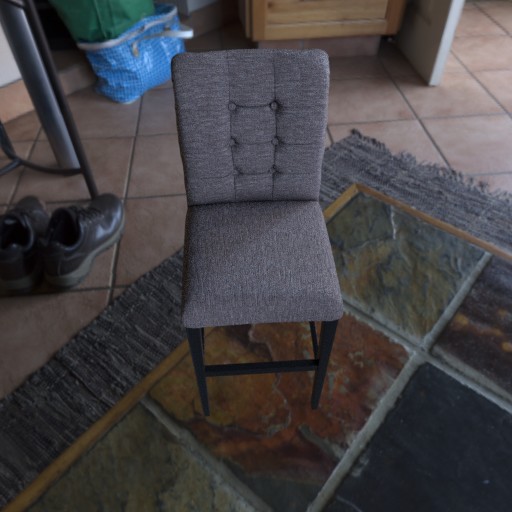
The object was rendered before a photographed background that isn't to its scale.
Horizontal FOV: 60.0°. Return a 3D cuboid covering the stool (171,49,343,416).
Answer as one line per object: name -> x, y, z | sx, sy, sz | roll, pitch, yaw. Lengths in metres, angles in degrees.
stool -> 0.000, 0.000, 1.472 | 0.452, 1.131, 0.613 | -3, 47, -3
